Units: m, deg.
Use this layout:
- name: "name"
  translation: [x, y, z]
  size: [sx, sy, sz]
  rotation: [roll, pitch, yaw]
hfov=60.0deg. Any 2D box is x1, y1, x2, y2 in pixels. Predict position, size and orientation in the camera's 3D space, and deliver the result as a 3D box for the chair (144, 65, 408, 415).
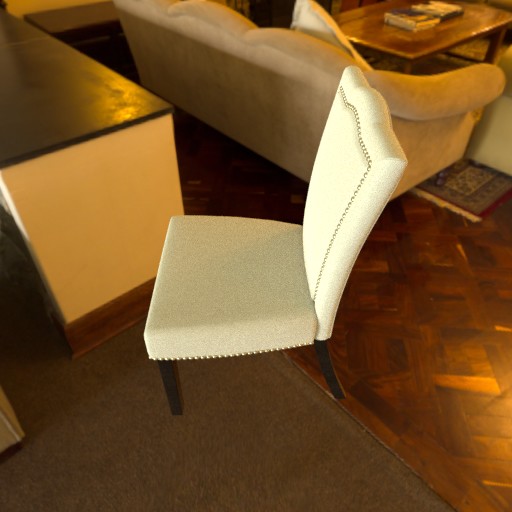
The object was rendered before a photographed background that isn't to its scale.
- name: "chair"
  translation: [0.000, 0.000, 1.280]
  size: [0.589, 0.946, 0.518]
  rotation: [0, 42, 0]
